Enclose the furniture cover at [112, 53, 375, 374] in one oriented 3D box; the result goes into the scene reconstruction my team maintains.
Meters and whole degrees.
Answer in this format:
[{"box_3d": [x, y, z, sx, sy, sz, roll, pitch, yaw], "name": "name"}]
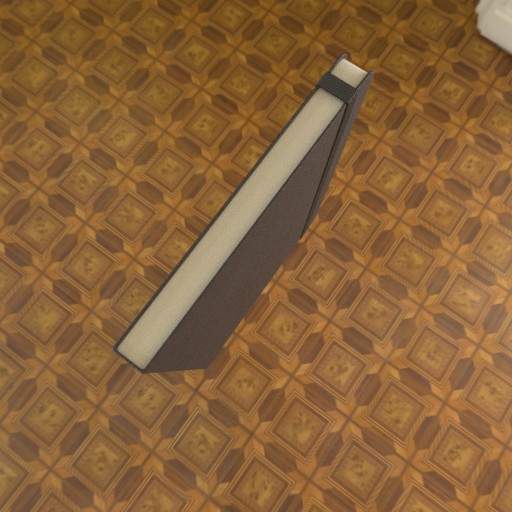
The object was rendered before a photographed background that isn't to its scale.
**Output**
[{"box_3d": [0.000, 0.000, 0.373, 0.023, 0.281, 0.216, 35, 79, 8], "name": "furniture cover"}]
